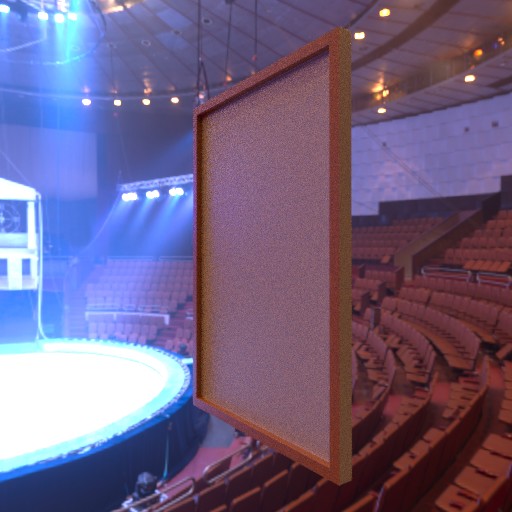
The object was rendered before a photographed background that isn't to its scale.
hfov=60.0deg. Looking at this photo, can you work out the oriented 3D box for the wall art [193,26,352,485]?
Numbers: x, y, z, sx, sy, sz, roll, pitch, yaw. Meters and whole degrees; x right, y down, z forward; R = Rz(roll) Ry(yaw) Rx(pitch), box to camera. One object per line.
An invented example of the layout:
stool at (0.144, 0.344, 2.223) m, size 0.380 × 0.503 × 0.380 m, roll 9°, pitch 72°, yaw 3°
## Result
wall art at (0.000, 0.000, 1.138) m, size 0.037 × 0.916 × 0.610 m, roll 0°, pitch 0°, yaw -36°
